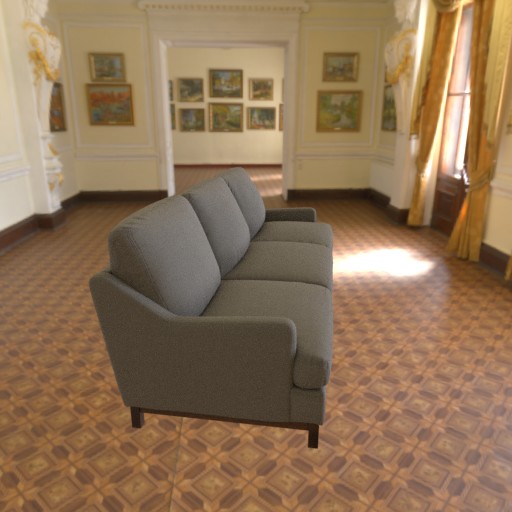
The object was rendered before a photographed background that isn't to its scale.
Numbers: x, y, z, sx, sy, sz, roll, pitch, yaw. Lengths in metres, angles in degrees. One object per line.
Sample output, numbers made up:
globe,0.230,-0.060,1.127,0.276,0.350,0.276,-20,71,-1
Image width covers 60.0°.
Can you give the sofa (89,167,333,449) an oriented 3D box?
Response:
sofa,0.000,0.000,2.841,0.987,0.926,2.344,3,18,9
